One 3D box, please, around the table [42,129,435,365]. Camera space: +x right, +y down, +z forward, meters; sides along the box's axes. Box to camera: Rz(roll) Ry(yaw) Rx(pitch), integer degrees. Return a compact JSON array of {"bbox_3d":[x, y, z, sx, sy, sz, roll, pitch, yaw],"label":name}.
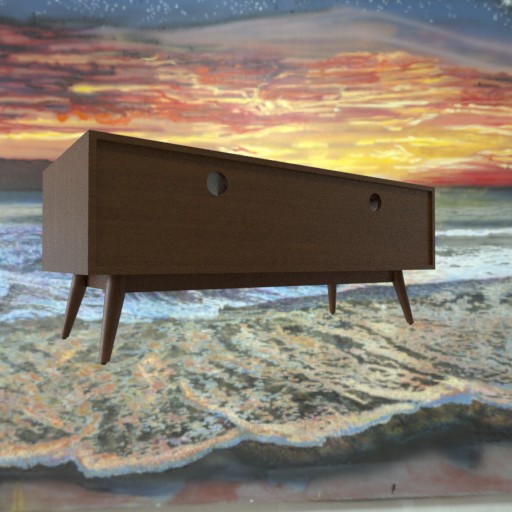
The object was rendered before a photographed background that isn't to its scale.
[{"bbox_3d":[0.000,0.000,1.359,1.119,0.464,0.490,1,-1,-35],"label":"table"}]
